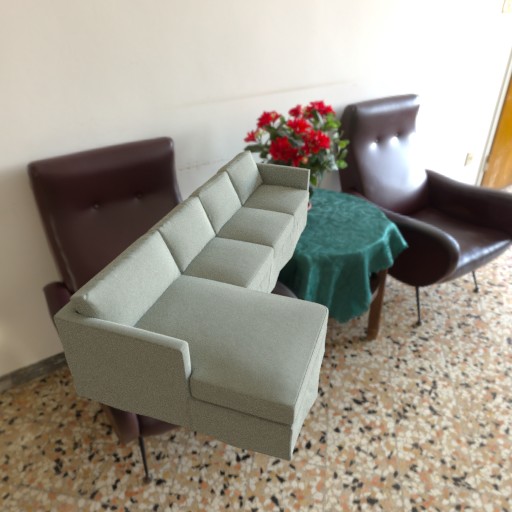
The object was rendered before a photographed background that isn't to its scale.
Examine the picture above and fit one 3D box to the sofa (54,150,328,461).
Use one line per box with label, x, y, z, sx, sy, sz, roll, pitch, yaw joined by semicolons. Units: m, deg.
sofa;0.000;0.000;3.994;1.650;0.922;3.205;10;33;17
